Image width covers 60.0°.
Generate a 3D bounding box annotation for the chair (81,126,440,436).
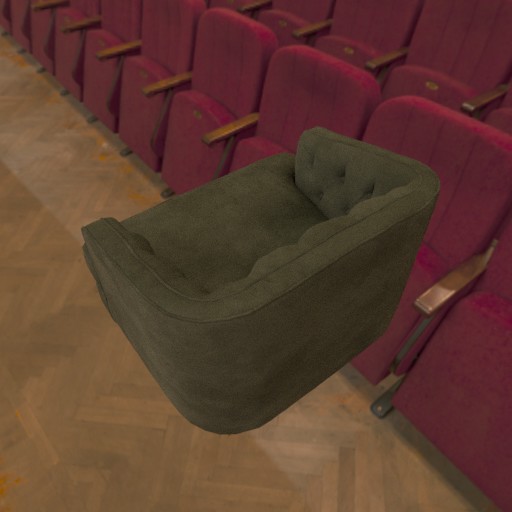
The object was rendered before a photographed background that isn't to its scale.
[{"bbox_3d":[0.000,0.000,1.753,1.104,0.852,0.941,-29,53,-25],"label":"chair"}]
